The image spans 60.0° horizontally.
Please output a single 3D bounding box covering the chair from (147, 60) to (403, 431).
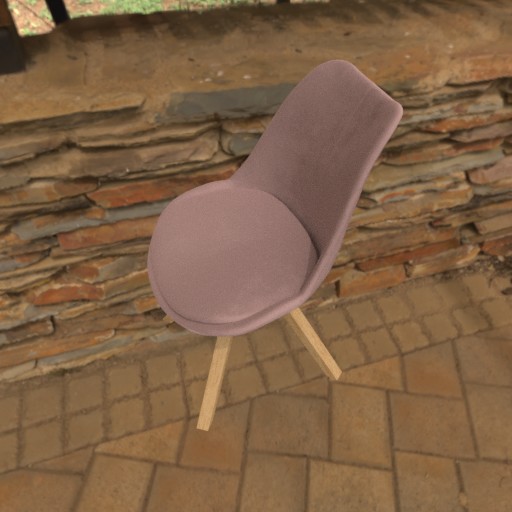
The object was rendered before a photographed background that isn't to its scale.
[{"bbox_3d":[0.000,0.000,1.150,0.550,0.850,0.485,-16,49,-15],"label":"chair"}]
